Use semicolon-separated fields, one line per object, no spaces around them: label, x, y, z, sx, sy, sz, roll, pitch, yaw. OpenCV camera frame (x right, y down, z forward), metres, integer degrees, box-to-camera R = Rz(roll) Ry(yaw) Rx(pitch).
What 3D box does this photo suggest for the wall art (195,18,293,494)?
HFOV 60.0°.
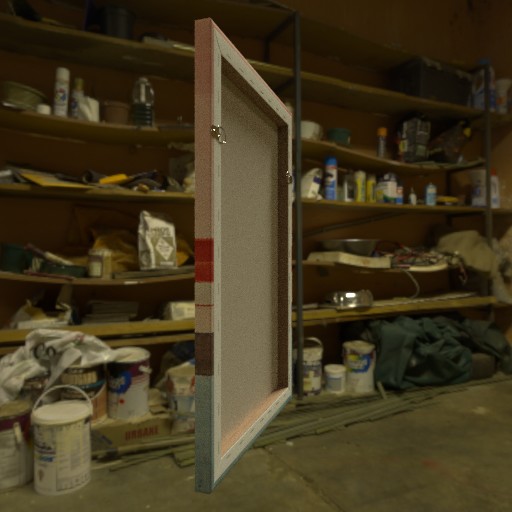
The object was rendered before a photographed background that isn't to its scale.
wall art;0.000;0.000;1.143;0.038;0.914;0.610;0;0;19
